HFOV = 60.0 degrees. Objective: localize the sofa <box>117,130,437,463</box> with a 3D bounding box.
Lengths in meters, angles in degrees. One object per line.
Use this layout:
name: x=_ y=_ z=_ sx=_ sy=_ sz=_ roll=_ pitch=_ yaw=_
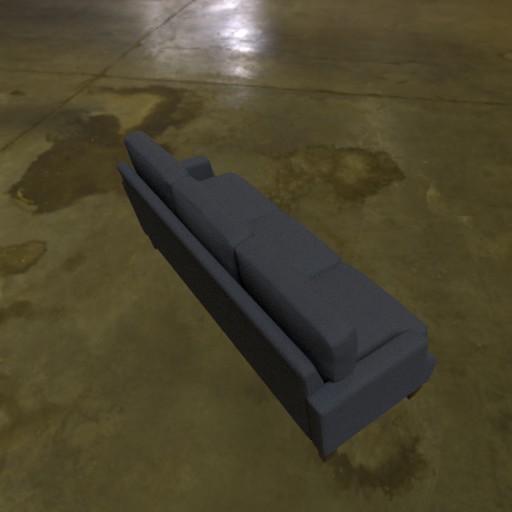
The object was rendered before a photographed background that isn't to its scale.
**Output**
sofa: x=0.000 y=0.000 z=2.646 sx=0.888 sy=0.984 sz=2.115 roll=-24 pitch=46 yaw=-25
